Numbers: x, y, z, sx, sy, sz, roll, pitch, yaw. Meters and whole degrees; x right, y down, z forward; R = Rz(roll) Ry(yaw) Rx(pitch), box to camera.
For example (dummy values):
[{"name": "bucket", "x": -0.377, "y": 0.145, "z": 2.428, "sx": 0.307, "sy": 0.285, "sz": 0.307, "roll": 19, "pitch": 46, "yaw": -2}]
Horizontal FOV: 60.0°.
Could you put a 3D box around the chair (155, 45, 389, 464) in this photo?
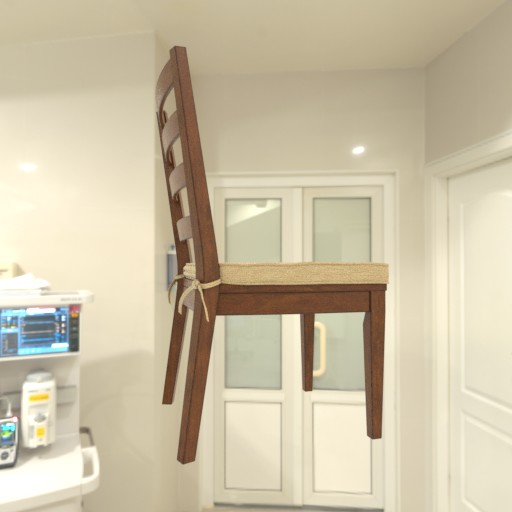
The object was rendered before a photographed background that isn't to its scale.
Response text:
[{"name": "chair", "x": 0.000, "y": 0.000, "z": 1.341, "sx": 0.595, "sy": 0.979, "sz": 0.593, "roll": 0, "pitch": -1, "yaw": -17}]
